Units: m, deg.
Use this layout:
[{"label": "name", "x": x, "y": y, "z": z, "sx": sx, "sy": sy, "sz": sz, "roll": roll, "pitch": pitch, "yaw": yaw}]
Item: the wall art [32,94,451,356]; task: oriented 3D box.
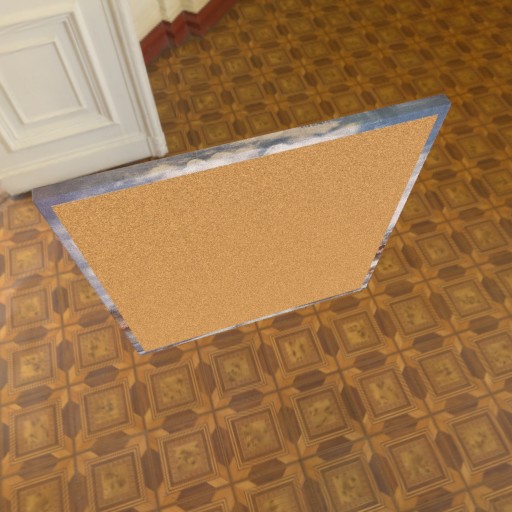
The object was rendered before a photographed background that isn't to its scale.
[{"label": "wall art", "x": 0.000, "y": 0.000, "z": 1.466, "sx": 1.010, "sy": 1.020, "sz": 0.040, "roll": -15, "pitch": 60, "yaw": -9}]
